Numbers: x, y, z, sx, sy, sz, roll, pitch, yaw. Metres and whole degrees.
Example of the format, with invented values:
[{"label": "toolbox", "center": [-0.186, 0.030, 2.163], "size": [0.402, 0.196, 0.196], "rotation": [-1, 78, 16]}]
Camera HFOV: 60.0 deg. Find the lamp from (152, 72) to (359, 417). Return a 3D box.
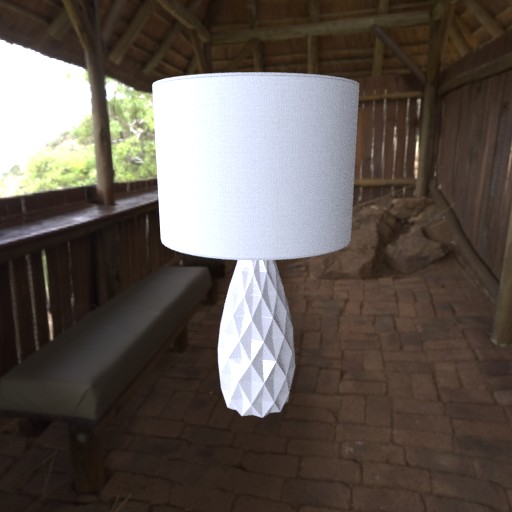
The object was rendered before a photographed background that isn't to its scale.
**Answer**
[{"label": "lamp", "center": [0.000, 0.000, 0.717], "size": [0.297, 0.522, 0.297], "rotation": [0, 15, 0]}]
